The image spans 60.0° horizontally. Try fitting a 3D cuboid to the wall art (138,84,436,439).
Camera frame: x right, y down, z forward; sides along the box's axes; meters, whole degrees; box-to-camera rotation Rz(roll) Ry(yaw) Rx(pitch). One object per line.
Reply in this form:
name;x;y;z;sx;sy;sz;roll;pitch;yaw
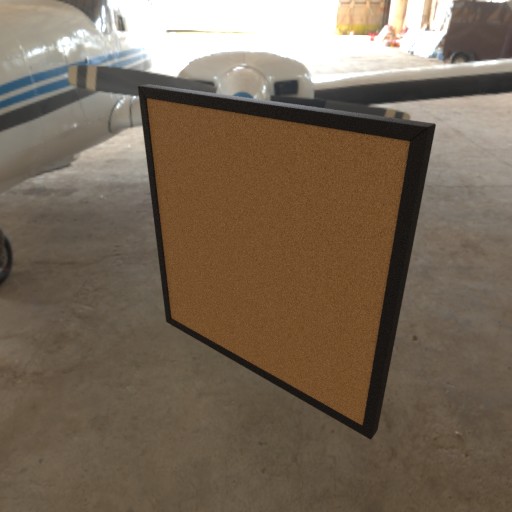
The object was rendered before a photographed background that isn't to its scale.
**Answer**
wall art;0.000;0.000;1.138;0.763;0.763;0.037;21;35;33
